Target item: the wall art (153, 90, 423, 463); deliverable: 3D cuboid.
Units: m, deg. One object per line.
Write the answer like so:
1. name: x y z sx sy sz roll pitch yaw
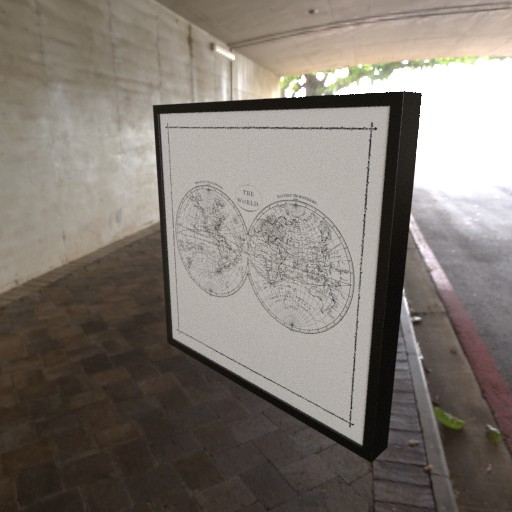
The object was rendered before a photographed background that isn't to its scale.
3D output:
1. wall art: 0.000 0.000 0.479 0.029 0.318 0.327 -15 22 -42
